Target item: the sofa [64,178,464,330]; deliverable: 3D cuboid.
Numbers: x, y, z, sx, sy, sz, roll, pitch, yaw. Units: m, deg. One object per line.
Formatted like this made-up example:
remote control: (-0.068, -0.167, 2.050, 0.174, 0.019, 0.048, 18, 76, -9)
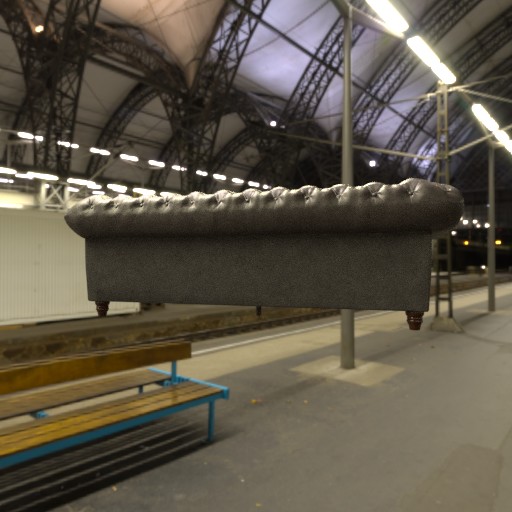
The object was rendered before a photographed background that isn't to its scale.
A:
sofa: (0.000, 0.000, 2.869, 2.385, 0.783, 0.944, 0, -1, 18)
